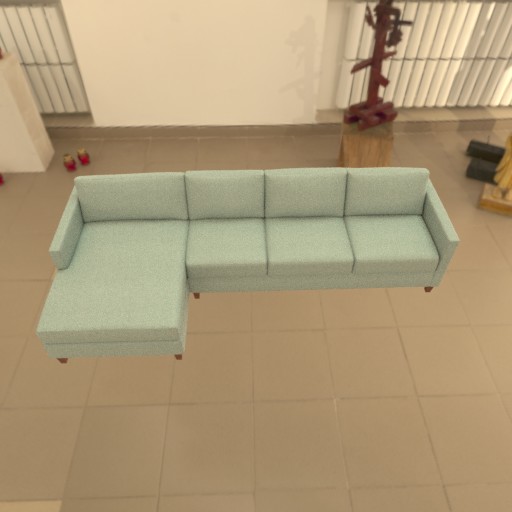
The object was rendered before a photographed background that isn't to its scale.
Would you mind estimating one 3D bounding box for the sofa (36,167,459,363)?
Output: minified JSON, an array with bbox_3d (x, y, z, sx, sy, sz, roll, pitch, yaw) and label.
[{"bbox_3d":[0.000,0.000,3.982,3.470,0.953,1.600,-1,47,-1],"label":"sofa"}]
